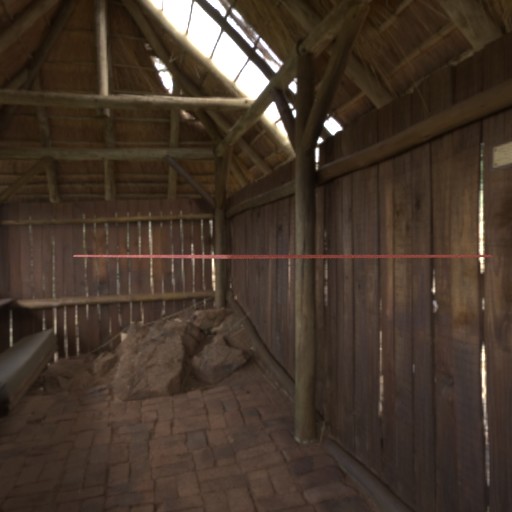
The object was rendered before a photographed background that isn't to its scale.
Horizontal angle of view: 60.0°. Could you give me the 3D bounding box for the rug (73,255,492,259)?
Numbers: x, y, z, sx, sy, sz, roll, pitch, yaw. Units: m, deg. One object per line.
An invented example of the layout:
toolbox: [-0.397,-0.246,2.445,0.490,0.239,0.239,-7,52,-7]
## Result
rug: [0.000,0.000,3.963,2.430,0.018,2.976,0,0,-36]
